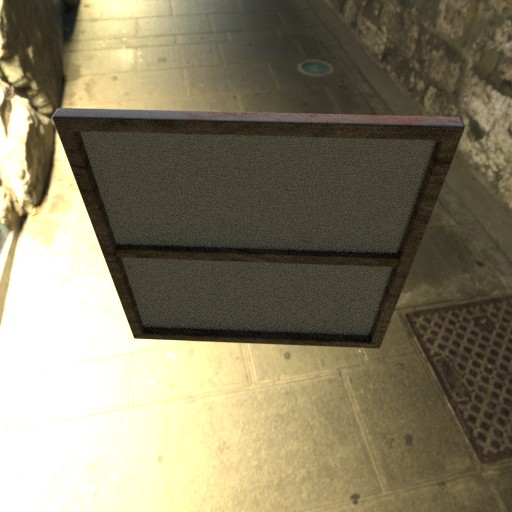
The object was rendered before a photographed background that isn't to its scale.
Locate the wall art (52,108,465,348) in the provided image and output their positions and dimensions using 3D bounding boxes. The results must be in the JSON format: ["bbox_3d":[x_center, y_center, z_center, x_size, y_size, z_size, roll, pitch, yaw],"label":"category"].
[{"bbox_3d":[0.000,0.000,1.081,0.747,0.747,0.035,2,47,2],"label":"wall art"}]
